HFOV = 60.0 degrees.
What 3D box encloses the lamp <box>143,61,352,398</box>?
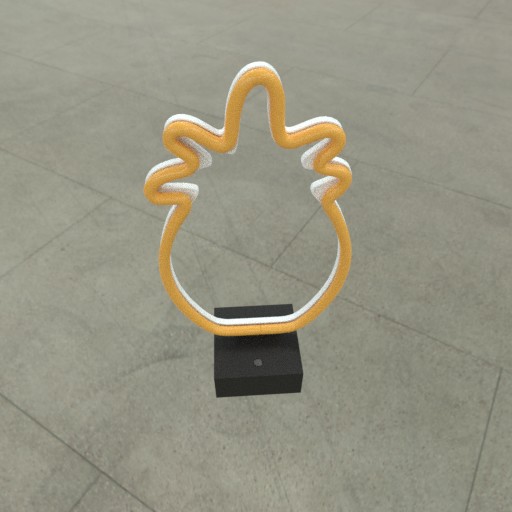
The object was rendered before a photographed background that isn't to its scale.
[{"bbox_3d":[0.000,0.000,0.379,0.167,0.317,0.088,-3,45,-3],"label":"lamp"}]
